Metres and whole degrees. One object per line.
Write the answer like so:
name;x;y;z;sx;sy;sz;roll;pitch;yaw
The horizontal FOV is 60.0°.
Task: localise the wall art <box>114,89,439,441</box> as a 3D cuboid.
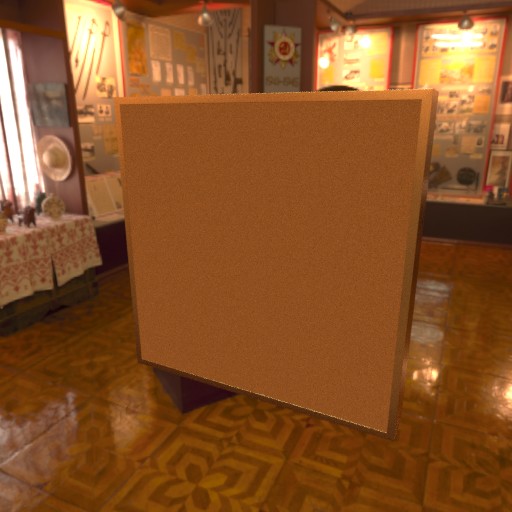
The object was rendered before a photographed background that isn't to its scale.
wall art;0.000;0.000;0.445;0.304;0.304;0.038;9;19;26
